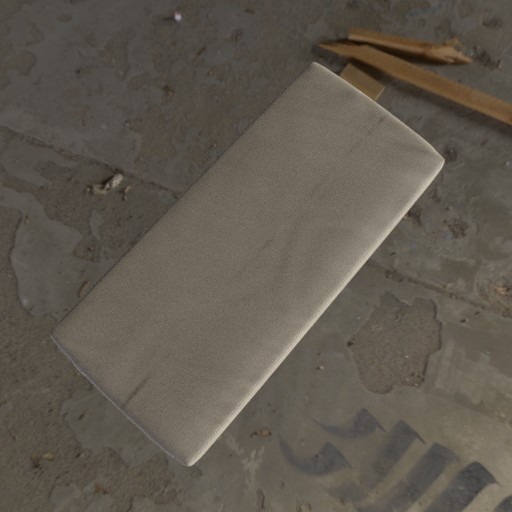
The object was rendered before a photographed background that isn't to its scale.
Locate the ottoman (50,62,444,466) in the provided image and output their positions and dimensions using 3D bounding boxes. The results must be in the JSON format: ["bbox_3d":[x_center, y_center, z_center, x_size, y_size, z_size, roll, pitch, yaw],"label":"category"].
[{"bbox_3d":[0.000,0.000,1.683,0.665,0.457,1.388,40,80,9],"label":"ottoman"}]
